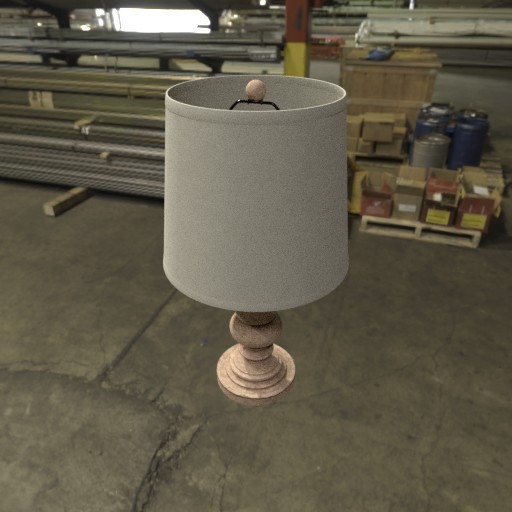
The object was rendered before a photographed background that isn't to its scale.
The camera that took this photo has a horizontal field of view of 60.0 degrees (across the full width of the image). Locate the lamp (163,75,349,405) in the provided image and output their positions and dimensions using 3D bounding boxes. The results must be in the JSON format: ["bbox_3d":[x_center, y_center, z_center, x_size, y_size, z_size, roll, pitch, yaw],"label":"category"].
[{"bbox_3d":[0.000,0.000,0.663,0.273,0.497,0.273,0,31,0],"label":"lamp"}]
